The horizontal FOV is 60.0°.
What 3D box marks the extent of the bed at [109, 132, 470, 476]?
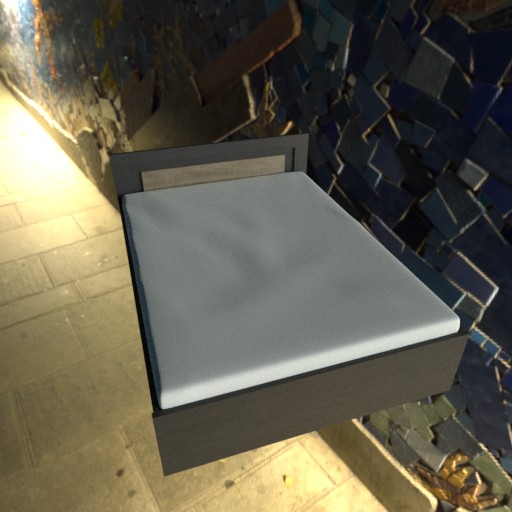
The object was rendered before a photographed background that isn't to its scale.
[{"bbox_3d":[0.000,0.000,2.855,1.585,0.823,2.073,-10,35,-15],"label":"bed"}]
